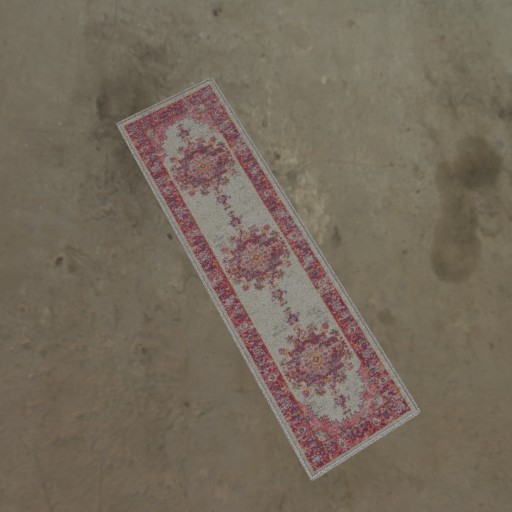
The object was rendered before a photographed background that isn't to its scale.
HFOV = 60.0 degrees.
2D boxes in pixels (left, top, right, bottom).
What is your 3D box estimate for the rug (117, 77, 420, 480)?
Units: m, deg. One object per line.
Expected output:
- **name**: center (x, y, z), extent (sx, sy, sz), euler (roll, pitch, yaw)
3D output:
- **rug**: center (0.000, 0.000, 2.497), extent (0.666, 0.011, 2.294), euler (-29, 77, -7)
